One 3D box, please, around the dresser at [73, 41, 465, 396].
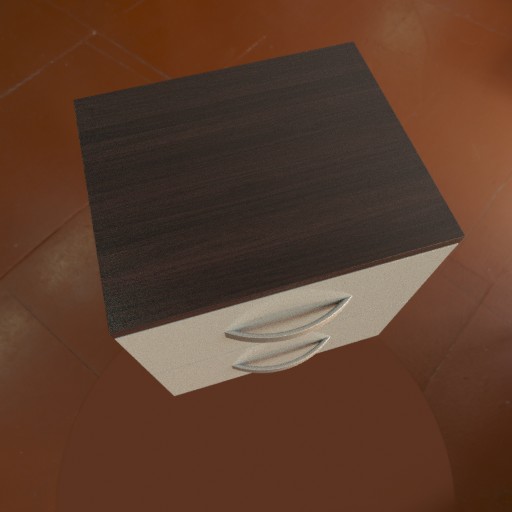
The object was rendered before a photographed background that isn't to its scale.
[{"bbox_3d":[0.000,0.000,0.749,0.400,0.470,0.360,-15,65,-7],"label":"dresser"}]
